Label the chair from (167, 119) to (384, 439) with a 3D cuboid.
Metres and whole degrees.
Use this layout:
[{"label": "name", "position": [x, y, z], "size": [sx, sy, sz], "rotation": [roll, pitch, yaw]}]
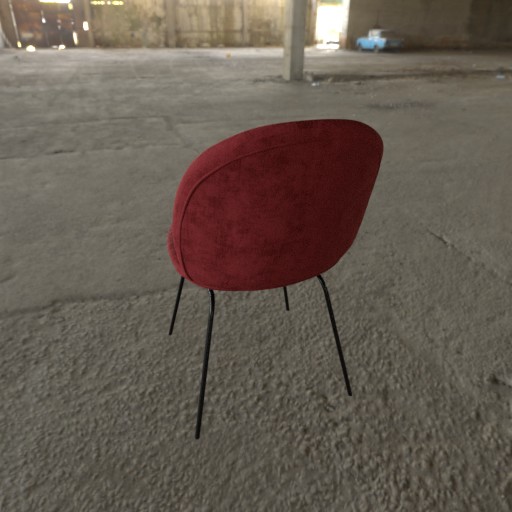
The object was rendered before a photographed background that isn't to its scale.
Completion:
[{"label": "chair", "position": [0.000, 0.000, 1.166], "size": [0.458, 0.791, 0.587], "rotation": [-9, 29, -17]}]
